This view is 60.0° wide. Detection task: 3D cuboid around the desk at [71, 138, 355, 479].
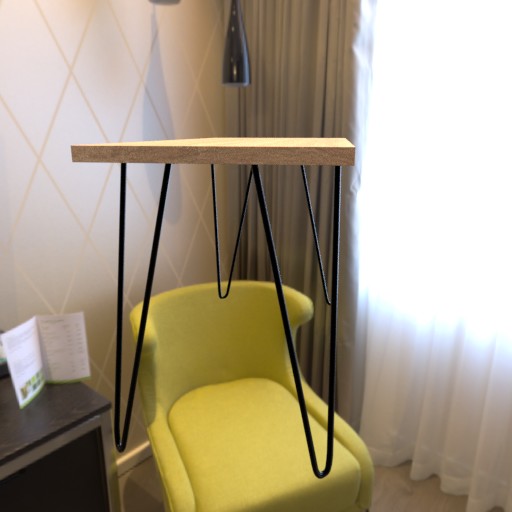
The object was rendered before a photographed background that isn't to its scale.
[{"bbox_3d":[0.000,0.000,1.309,0.499,0.660,0.991,3,16,10],"label":"desk"}]
